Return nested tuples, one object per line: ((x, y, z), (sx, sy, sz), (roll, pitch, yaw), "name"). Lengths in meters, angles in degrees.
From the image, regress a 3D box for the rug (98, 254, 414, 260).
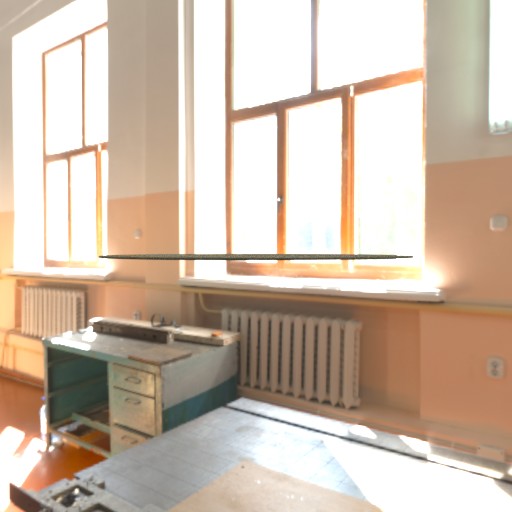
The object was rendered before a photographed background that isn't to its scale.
((0.000, 0.000, 2.385), (1.598, 0.010, 1.598), (0, 1, 0), "rug")
